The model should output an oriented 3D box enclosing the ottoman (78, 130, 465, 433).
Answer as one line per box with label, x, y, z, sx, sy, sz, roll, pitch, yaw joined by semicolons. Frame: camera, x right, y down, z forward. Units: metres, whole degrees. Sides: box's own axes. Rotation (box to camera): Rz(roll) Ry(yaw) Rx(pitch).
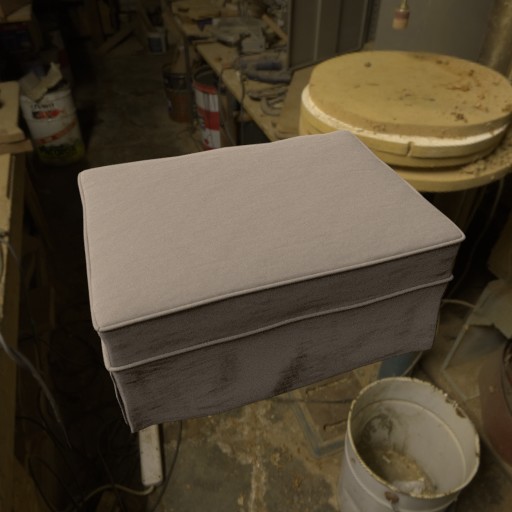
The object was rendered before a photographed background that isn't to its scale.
ottoman;0.000;0.000;1.332;0.944;0.479;0.703;-13;43;-14
